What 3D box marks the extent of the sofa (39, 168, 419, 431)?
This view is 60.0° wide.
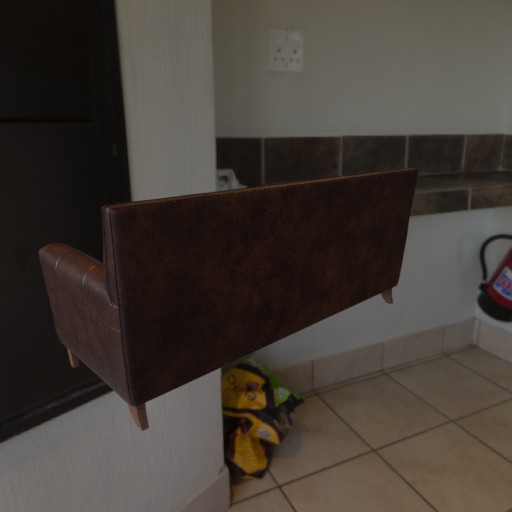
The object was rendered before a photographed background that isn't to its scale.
[{"bbox_3d":[0.000,0.000,2.405,1.995,0.871,0.786,-15,22,-42],"label":"sofa"}]
